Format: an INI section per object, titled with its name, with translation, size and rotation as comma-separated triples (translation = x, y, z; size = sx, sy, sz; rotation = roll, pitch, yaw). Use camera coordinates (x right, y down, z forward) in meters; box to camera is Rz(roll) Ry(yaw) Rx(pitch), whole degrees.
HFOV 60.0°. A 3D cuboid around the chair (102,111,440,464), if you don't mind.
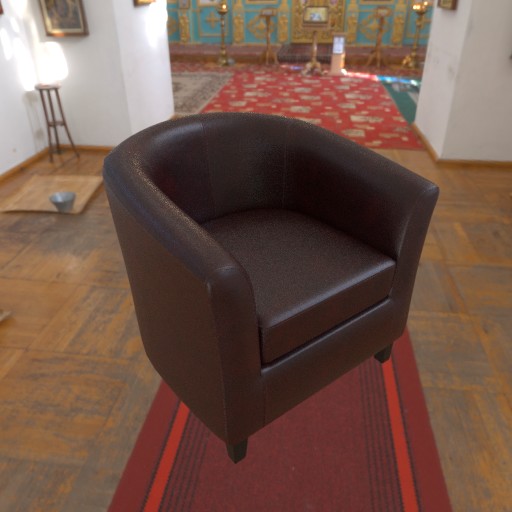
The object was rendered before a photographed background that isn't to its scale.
[chair]
translation = 0.000, 0.000, 1.399
size = 0.792, 0.756, 0.727
rotation = -21, 36, -32
